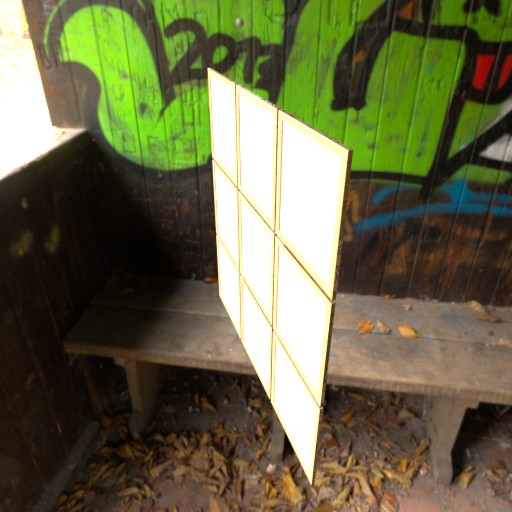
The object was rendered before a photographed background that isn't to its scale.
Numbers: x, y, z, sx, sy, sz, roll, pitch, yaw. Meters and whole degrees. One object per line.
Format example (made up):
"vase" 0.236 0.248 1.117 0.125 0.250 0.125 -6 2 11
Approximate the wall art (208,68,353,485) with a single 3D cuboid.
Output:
"wall art" 0.000 0.000 1.750 0.013 1.218 1.206 -11 33 -17
